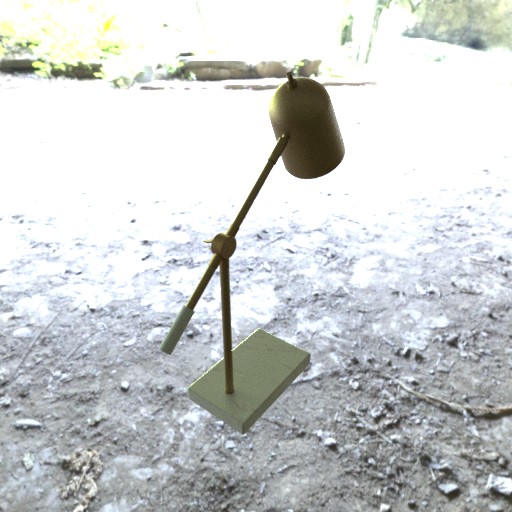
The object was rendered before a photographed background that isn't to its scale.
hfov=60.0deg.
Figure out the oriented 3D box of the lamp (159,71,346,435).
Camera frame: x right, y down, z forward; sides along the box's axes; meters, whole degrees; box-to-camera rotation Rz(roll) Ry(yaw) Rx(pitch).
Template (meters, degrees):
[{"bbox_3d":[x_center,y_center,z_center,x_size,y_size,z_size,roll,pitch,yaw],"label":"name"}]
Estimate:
[{"bbox_3d":[0.000,0.000,0.804,0.144,0.603,0.471,21,37,32],"label":"lamp"}]
